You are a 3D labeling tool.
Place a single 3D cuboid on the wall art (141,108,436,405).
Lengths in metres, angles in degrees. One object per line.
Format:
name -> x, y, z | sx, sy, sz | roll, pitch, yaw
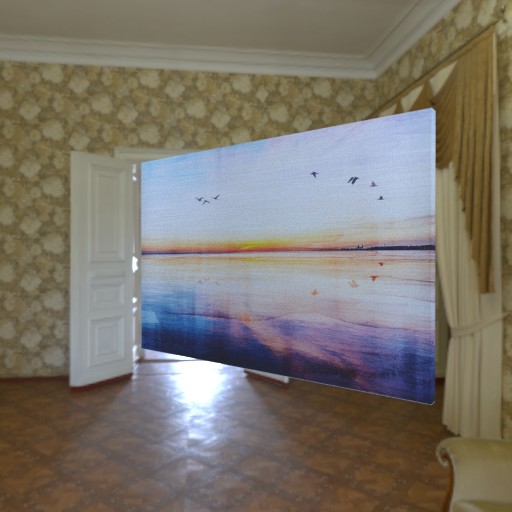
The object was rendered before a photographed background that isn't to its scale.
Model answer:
wall art -> 0.000, 0.000, 1.478 | 1.137, 0.756, 0.034 | 0, 0, 37
